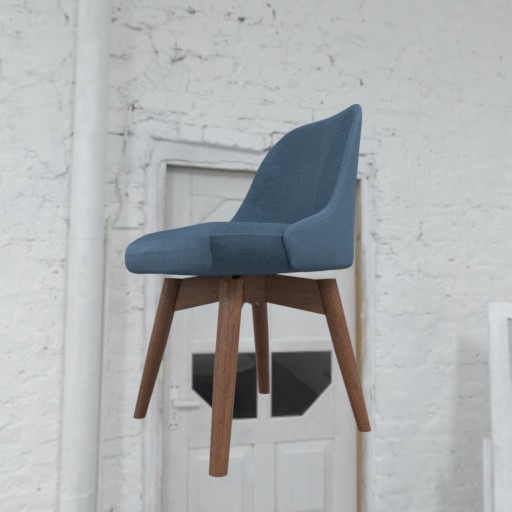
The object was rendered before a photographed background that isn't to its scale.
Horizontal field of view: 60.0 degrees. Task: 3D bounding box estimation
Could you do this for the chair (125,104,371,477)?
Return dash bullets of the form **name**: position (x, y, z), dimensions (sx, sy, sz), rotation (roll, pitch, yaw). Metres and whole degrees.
- **chair**: position (0.000, 0.000, 1.202), dimensions (0.589, 0.882, 0.503), rotation (2, -3, -35)
